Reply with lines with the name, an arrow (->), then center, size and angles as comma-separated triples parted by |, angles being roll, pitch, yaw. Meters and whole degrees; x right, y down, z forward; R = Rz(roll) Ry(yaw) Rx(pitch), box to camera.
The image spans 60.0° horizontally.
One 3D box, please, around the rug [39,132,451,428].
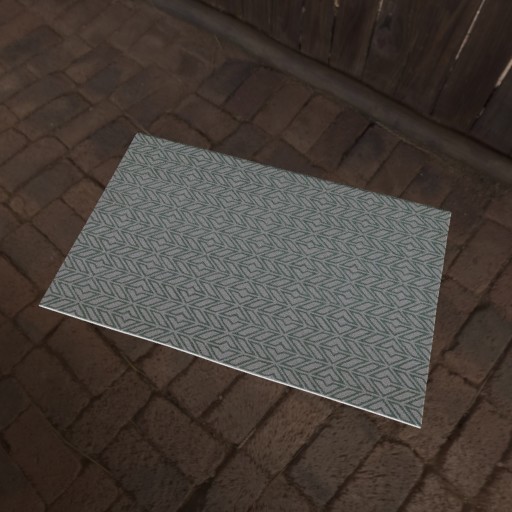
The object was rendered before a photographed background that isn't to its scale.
rug -> 0.000, 0.000, 2.995 | 2.435, 0.011, 1.517 | 16, 64, 8
